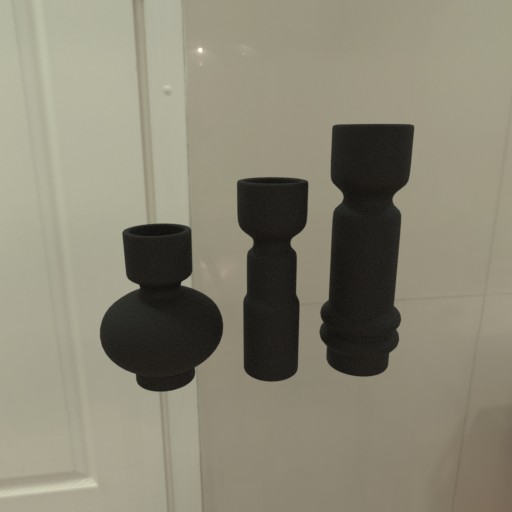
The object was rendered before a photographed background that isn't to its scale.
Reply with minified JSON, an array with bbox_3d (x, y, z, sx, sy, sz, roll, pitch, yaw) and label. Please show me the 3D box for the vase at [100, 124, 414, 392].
[{"bbox_3d":[0.000,0.000,0.436,0.307,0.249,0.120,-2,16,-8],"label":"vase"}]
